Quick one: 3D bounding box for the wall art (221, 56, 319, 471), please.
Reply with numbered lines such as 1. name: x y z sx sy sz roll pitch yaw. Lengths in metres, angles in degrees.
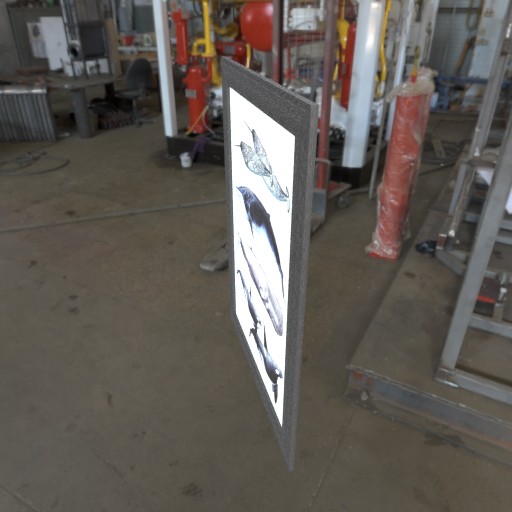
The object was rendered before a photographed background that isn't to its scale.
1. wall art: 0.000 0.000 1.454 0.016 1.116 0.810 -8 31 -14
